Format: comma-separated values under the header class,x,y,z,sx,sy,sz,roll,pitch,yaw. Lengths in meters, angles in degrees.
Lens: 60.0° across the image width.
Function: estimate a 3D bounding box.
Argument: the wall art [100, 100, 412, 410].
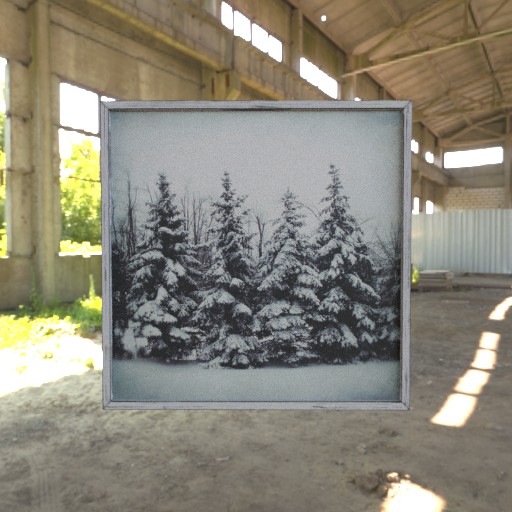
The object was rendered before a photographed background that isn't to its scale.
class,x,y,z,sx,sy,sz,roll,pitch,yaw
wall art,0.000,0.000,0.452,0.303,0.303,0.036,0,1,0
